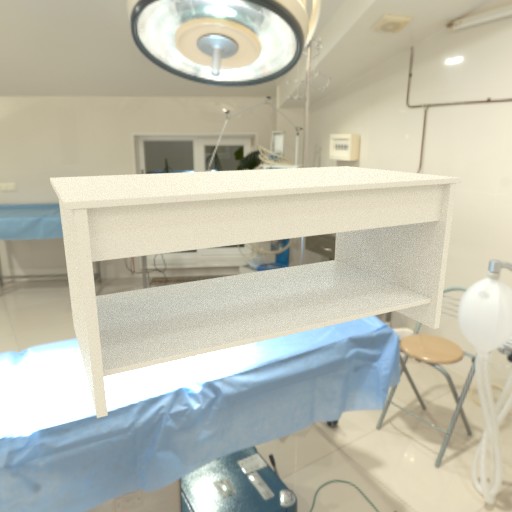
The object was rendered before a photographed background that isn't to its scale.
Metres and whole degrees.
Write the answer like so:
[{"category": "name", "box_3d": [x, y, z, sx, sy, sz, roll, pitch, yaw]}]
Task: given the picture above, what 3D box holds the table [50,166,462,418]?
[{"category": "table", "box_3d": [0.000, 0.000, 1.261, 1.000, 0.441, 0.500, -8, 17, -26]}]
